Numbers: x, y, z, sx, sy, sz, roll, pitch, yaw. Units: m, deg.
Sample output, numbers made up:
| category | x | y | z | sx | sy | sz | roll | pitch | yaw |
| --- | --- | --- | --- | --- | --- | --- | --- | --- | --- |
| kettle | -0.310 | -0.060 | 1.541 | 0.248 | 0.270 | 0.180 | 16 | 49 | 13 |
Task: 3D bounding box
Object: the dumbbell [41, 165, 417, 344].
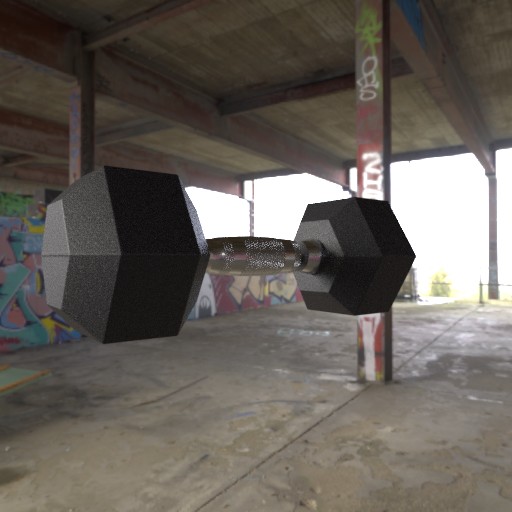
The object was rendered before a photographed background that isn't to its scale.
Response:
| category | x | y | z | sx | sy | sz | roll | pitch | yaw |
| --- | --- | --- | --- | --- | --- | --- | --- | --- | --- |
| dumbbell | 0.000 | 0.000 | 0.349 | 0.297 | 0.101 | 0.116 | 0 | -1 | -37 |
